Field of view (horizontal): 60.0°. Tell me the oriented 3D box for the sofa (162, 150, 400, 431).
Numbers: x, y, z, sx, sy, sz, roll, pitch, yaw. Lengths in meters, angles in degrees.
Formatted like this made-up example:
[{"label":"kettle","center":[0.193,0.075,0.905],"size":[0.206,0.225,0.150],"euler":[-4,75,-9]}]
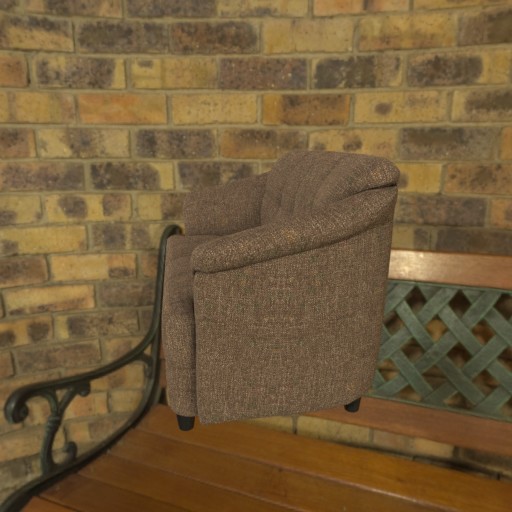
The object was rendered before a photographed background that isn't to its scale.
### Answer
[{"label":"sofa","center":[0.000,0.000,1.953],"size":[0.799,0.895,1.404],"euler":[-3,15,-10]}]
